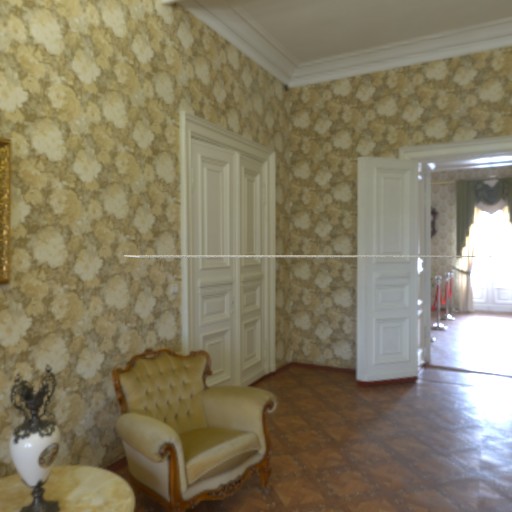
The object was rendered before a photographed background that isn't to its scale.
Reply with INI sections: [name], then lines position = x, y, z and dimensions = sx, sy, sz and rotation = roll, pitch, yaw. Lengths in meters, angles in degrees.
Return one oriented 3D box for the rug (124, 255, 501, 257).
[rug]
position = 0.000, 0.000, 3.577
dimensions = 1.981, 0.006, 2.895
rotation = 0, 0, -18
